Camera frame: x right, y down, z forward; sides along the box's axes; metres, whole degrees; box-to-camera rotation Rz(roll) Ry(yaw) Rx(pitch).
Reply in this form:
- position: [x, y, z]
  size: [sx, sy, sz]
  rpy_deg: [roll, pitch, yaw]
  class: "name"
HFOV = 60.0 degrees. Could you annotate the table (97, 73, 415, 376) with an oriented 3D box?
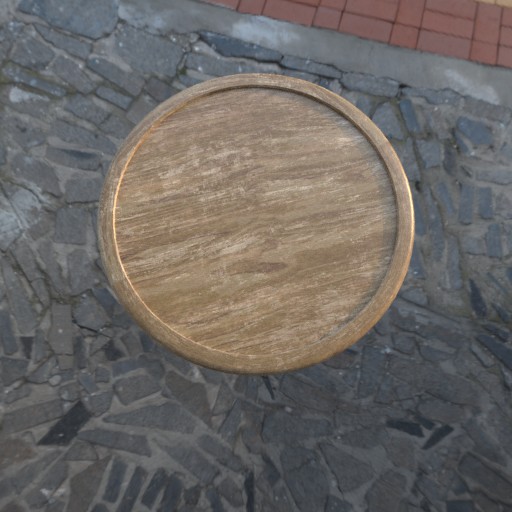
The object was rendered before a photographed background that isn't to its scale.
- position: [0.000, 0.000, 0.795]
  size: [0.407, 0.482, 0.407]
  rpy_deg: [0, 76, 0]
  class: "table"
